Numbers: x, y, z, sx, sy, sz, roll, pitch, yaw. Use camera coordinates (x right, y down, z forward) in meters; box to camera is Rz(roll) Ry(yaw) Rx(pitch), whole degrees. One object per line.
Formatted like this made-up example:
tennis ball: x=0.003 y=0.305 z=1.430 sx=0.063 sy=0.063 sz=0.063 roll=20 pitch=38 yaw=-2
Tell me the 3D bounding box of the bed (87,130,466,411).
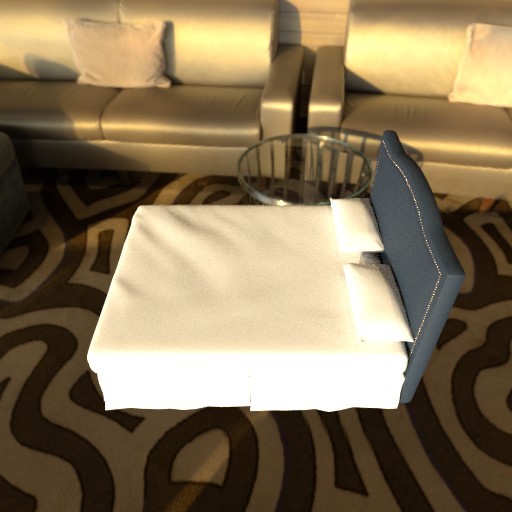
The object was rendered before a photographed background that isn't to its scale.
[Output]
bed: x=0.000 y=0.000 z=3.437 sx=2.282 sy=1.436 sz=1.821 roll=0 pitch=42 yaw=0
